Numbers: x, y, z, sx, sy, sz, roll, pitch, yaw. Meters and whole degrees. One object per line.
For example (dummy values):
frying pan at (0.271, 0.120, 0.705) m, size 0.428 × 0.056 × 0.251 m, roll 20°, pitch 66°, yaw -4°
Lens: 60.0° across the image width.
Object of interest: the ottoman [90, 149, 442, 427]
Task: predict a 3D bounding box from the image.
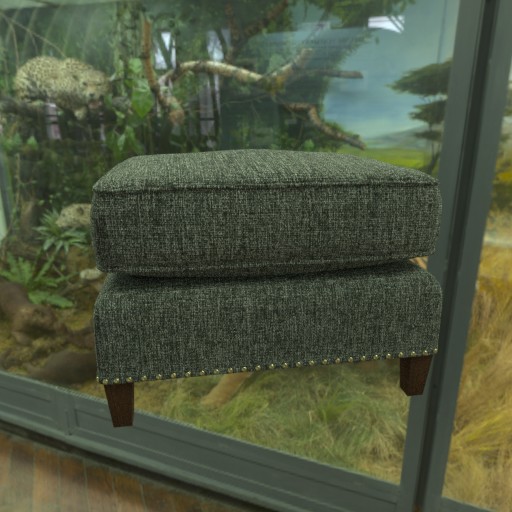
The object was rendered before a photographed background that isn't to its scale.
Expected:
ottoman at (0.000, 0.000, 1.149) m, size 0.738 × 0.537 × 0.589 m, roll -3°, pitch 18°, yaw -9°
